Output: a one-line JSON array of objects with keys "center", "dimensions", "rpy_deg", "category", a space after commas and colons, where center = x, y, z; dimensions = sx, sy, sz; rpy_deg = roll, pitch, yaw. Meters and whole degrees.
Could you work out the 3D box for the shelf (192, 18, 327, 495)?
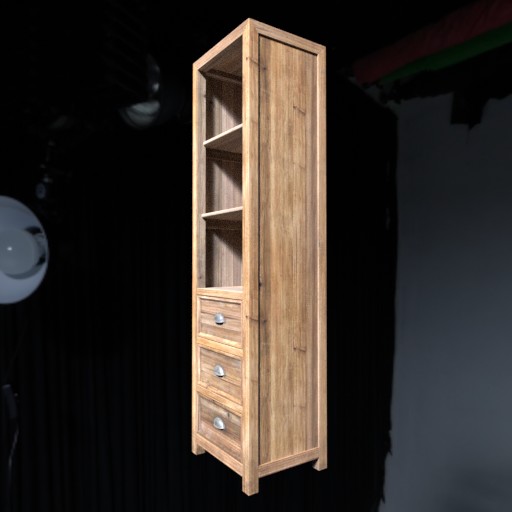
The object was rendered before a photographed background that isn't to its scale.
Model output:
[{"center": [0.000, 0.000, 2.083], "dimensions": [0.428, 1.900, 0.500], "rpy_deg": [1, -1, -35], "category": "shelf"}]
